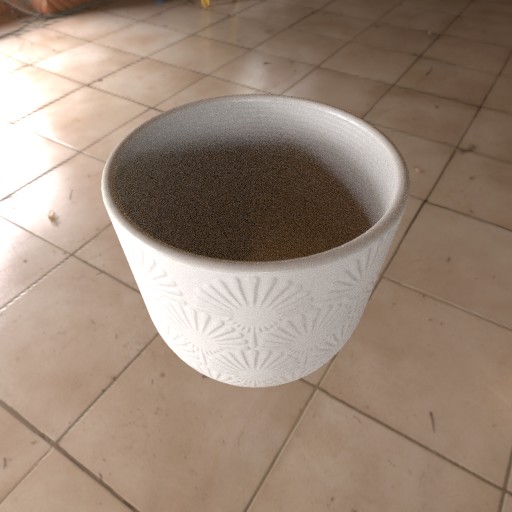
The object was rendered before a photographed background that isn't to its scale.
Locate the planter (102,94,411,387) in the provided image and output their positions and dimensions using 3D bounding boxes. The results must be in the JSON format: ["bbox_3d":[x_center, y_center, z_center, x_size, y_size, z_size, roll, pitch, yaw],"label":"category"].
[{"bbox_3d":[0.000,0.000,0.302,0.170,0.152,0.170,0,45,0],"label":"planter"}]
